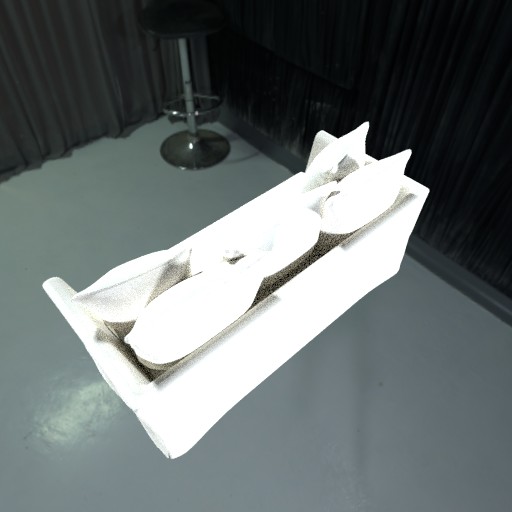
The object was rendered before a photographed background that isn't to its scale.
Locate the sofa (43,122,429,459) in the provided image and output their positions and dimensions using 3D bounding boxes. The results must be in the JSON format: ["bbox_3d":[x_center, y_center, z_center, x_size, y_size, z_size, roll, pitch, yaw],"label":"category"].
[{"bbox_3d":[0.000,0.000,2.856,2.290,1.034,1.031,-34,56,-27],"label":"sofa"}]
